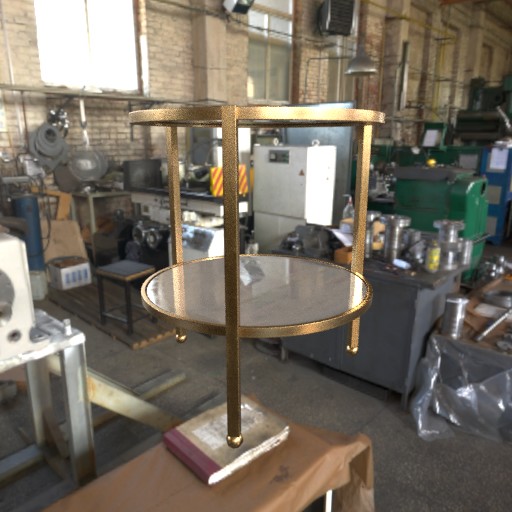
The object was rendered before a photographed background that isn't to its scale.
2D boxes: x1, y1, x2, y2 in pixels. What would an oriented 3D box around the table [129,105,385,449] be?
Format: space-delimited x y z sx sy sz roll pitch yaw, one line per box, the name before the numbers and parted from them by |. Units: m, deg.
table | 0.000 0.000 0.444 0.231 0.269 0.243 2 15 9
